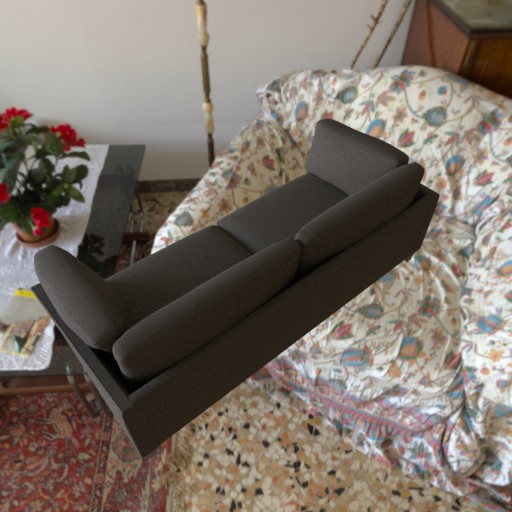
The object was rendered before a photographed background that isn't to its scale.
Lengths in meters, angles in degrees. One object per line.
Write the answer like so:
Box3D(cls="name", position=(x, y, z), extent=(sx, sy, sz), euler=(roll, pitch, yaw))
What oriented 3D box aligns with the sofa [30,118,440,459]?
Box3D(cls="sofa", position=(0.000, 0.000, 2.700), extent=(2.312, 0.792, 0.969), euler=(-31, 53, -27))
